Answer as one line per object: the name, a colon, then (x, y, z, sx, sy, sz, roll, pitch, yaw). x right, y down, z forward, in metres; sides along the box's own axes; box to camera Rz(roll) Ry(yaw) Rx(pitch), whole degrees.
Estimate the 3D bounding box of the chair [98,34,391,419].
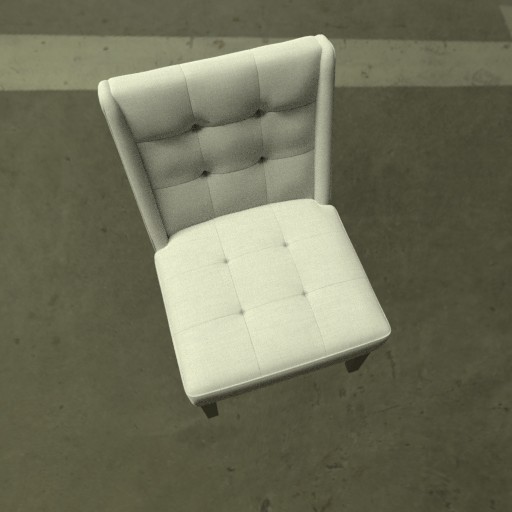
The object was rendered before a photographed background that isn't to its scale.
chair: (0.000, 0.000, 1.264, 0.569, 0.853, 0.676, -16, 64, -8)
